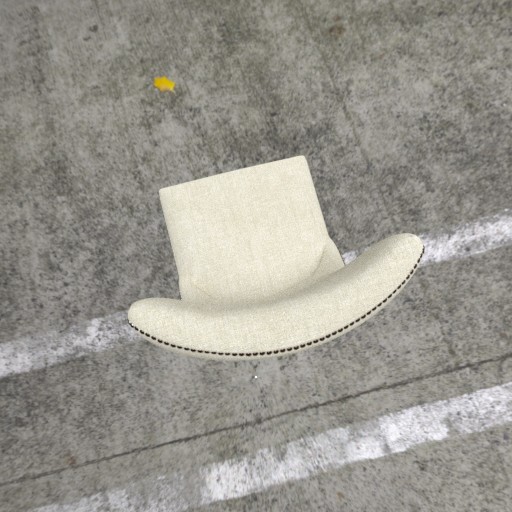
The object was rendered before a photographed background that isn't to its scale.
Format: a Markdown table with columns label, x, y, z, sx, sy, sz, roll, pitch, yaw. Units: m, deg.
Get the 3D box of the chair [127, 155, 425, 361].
| label | x | y | z | sx | sy | sz | roll | pitch | yaw |
| --- | --- | --- | --- | --- | --- | --- | --- | --- | --- |
| chair | 0.000 | 0.000 | 1.438 | 0.654 | 1.002 | 0.681 | -14 | 75 | -4 |
